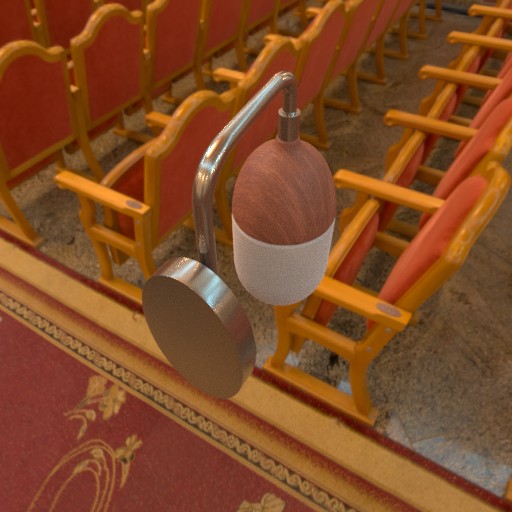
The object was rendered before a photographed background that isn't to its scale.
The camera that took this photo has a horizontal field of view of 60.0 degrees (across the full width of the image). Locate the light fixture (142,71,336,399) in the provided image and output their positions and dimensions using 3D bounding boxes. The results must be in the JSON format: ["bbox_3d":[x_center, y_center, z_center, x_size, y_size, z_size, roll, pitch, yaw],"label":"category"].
[{"bbox_3d":[0.000,0.000,0.442,0.108,0.343,0.216,24,51,21],"label":"light fixture"}]
